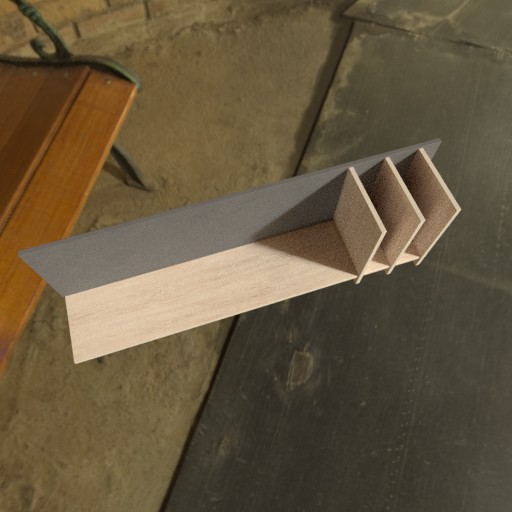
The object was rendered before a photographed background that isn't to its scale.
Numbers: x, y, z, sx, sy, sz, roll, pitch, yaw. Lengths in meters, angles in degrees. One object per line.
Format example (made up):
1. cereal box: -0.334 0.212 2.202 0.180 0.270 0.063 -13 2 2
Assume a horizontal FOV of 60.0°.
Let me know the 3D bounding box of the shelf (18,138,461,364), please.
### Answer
1. shelf: 0.000 0.000 1.120 1.020 0.300 0.200 -16 65 -8
